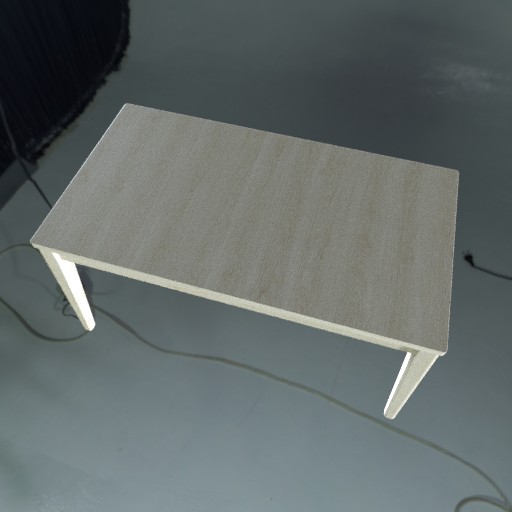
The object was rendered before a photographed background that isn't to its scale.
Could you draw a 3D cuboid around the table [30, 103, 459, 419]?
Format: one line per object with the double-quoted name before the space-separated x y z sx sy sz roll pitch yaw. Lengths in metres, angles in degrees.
"table" 0.000 0.000 2.091 1.600 0.760 0.900 14 58 9
